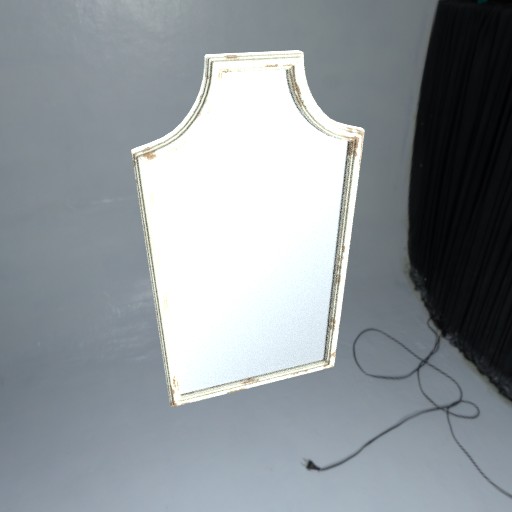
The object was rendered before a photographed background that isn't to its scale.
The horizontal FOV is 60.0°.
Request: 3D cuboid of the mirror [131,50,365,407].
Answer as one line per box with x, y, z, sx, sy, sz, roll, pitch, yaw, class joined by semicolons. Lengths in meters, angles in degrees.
0.000;0.000;0.856;0.403;0.717;0.022;-10;33;-15;mirror
